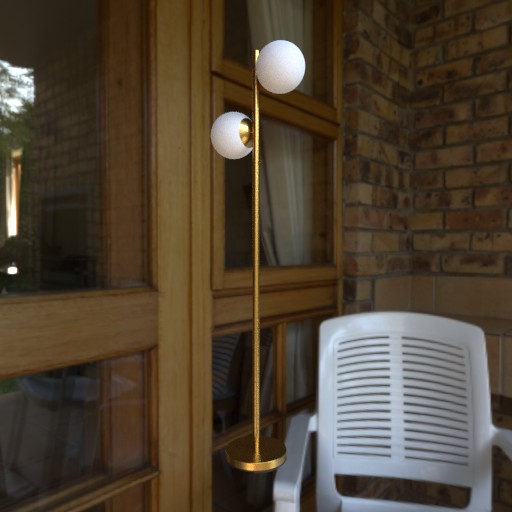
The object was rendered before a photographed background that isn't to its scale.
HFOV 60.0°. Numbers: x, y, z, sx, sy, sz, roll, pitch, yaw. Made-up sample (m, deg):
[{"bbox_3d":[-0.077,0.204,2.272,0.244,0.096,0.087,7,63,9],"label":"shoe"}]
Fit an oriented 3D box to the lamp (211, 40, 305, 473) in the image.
[{"bbox_3d":[0.000,0.000,1.784,0.419,1.641,0.249,1,1,35],"label":"lamp"}]
